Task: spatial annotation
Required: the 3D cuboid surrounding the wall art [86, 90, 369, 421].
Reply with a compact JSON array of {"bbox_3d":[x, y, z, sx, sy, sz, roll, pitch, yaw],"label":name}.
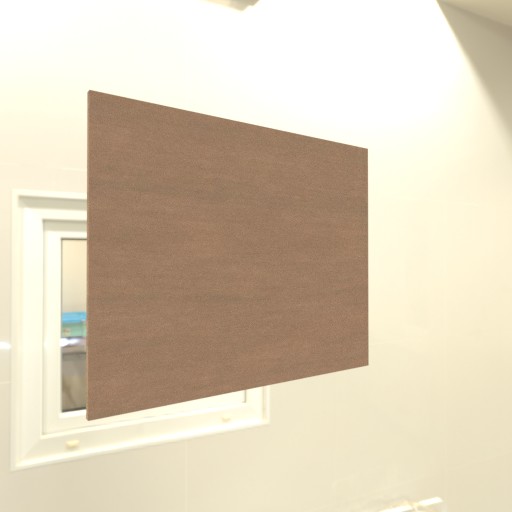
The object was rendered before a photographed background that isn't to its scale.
[{"bbox_3d":[0.000,0.000,0.694,0.508,0.408,0.010,0,-1,-35],"label":"wall art"}]
